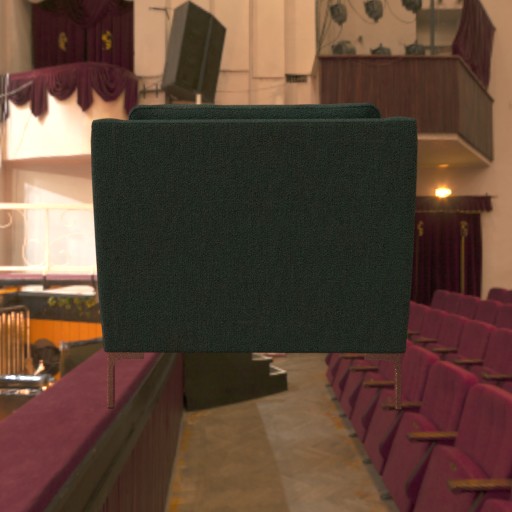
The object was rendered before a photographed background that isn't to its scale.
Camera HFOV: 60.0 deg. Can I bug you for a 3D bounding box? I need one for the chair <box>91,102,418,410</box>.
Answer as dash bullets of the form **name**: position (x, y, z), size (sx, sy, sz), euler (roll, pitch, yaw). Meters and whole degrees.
- **chair**: position (0.000, 0.000, 1.519), size (0.847, 0.828, 0.849), euler (0, 0, 1)
